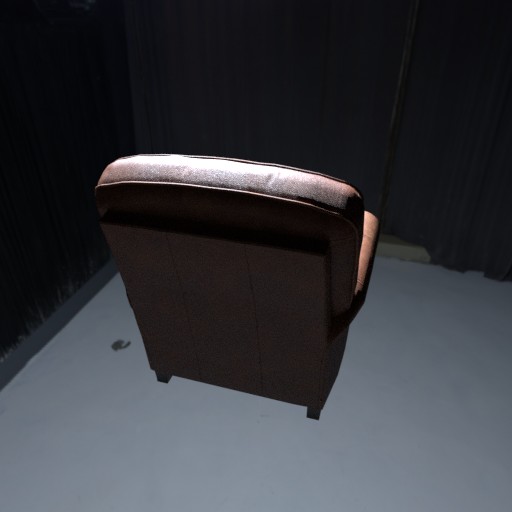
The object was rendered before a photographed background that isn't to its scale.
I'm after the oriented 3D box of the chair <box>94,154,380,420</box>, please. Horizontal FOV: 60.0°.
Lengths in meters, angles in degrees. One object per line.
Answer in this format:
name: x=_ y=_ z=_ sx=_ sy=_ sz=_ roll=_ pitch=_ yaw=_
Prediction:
chair: x=0.000 y=0.000 z=1.800 sx=0.936 sy=1.018 sz=0.986 roll=9 pitch=32 yaw=14
